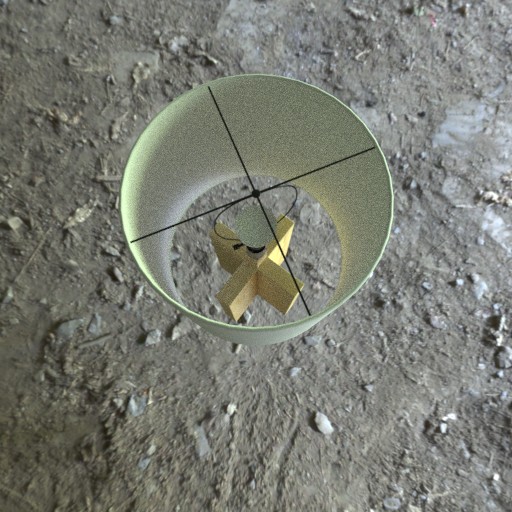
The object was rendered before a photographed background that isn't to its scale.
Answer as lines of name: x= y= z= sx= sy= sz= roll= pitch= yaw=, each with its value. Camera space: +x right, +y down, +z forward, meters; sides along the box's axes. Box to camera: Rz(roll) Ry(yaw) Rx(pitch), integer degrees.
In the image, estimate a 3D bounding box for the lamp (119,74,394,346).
lamp: x=0.000 y=0.000 z=0.574 sx=0.229 sy=0.428 sz=0.229 roll=37 pitch=79 yaw=9
